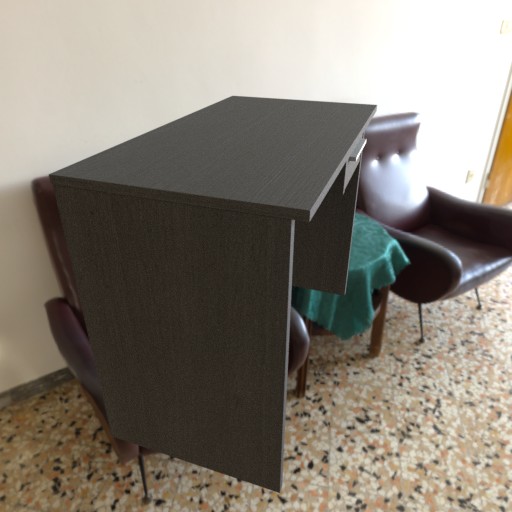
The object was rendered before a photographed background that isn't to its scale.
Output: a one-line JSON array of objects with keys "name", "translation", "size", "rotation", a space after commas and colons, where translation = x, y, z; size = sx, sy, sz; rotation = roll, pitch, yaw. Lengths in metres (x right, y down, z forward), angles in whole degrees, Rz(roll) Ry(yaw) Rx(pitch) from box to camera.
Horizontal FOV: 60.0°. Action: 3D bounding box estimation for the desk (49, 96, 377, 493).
[{"name": "desk", "translation": [0.000, 0.000, 1.293], "size": [0.498, 0.724, 0.893], "rotation": [10, 31, 17]}]
